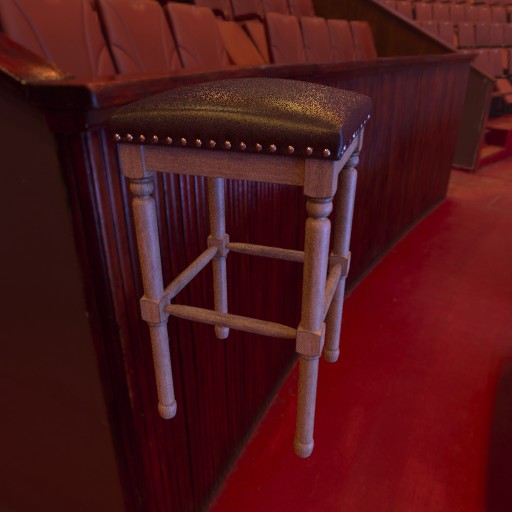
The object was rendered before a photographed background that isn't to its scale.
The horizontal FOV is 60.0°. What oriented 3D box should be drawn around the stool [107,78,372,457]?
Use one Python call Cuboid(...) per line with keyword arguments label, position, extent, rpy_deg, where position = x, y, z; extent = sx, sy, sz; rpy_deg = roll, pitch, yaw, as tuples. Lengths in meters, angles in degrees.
Cuboid(label="stool", position=(0.000, 0.000, 0.943), extent=(0.383, 0.702, 0.382), rpy_deg=(9, 27, 17))
